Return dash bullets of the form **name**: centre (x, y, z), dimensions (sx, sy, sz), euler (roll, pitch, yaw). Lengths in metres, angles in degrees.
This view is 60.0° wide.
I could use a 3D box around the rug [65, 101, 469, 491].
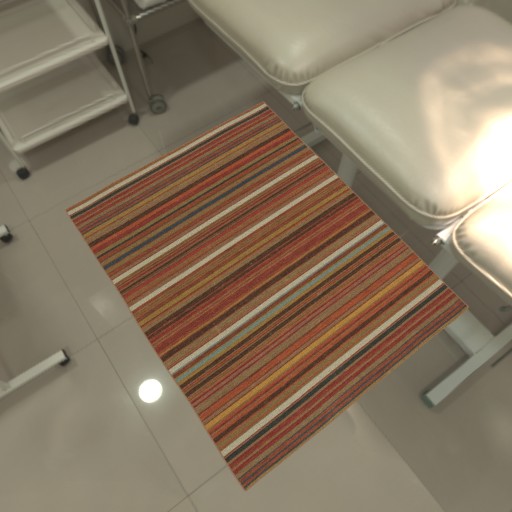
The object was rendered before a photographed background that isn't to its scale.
- **rug**: centre (0.000, 0.000, 4.180), dimensions (2.479, 0.023, 3.092), euler (-33, 68, -15)
